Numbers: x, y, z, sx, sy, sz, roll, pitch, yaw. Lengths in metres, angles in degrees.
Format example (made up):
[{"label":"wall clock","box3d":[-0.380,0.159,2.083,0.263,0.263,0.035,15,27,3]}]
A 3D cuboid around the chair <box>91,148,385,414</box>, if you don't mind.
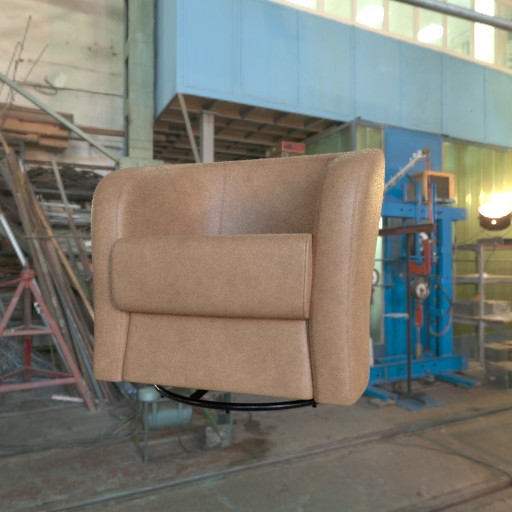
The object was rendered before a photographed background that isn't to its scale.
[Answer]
[{"label":"chair","box3d":[0.000,0.000,1.402,0.791,0.771,0.815,0,-1,19]}]
